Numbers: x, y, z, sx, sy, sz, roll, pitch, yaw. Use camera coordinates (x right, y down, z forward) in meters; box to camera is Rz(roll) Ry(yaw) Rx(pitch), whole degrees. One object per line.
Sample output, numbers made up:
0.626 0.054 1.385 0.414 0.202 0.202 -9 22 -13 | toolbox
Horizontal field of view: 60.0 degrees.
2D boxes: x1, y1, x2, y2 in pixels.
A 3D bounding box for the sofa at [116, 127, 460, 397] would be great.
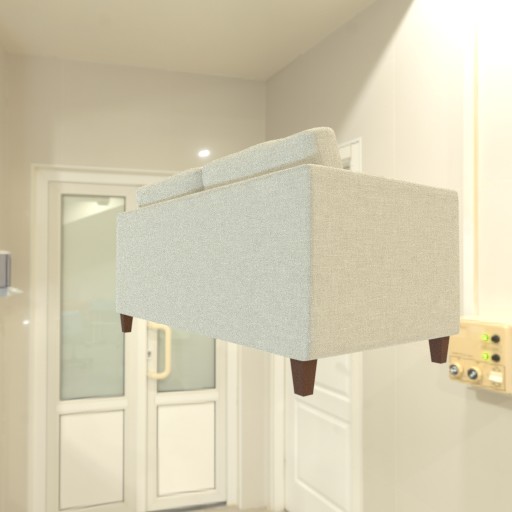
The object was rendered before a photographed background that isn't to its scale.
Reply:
0.000 0.000 2.417 0.950 0.963 1.838 1 -1 -36 | sofa
